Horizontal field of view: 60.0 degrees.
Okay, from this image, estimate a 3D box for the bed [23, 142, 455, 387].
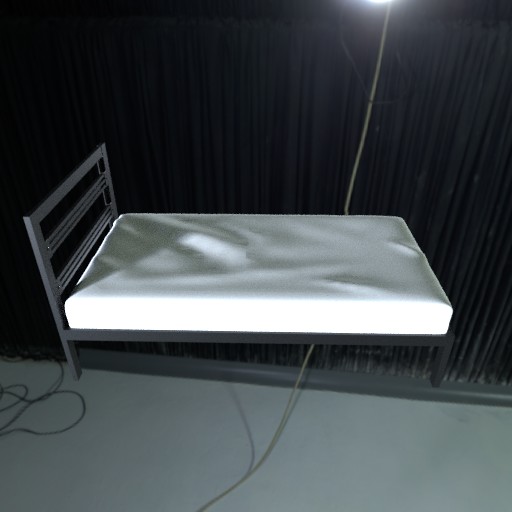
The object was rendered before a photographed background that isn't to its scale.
[{"bbox_3d":[0.000,0.000,2.491,1.930,0.967,0.991,1,32,1],"label":"bed"}]
